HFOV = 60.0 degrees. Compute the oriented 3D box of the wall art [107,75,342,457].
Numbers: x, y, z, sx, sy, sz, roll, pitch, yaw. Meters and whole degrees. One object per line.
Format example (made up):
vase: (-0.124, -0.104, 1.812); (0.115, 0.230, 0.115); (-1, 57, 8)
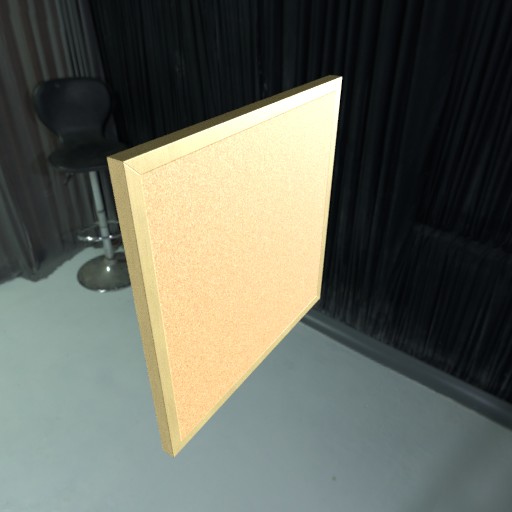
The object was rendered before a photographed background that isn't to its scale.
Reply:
wall art: (0.000, 0.000, 1.152); (0.037, 0.763, 0.763); (21, 38, 29)
